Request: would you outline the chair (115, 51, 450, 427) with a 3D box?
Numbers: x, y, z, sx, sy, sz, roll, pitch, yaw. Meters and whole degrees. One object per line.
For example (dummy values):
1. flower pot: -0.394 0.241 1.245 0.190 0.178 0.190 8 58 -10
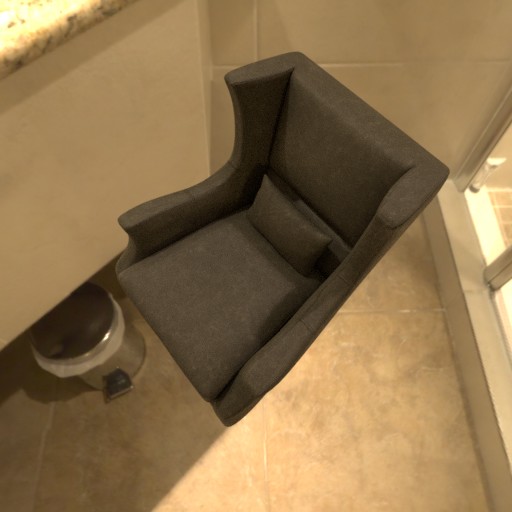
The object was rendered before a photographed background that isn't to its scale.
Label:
1. chair: 0.000 0.000 1.684 0.926 1.016 0.853 -35 68 -17
